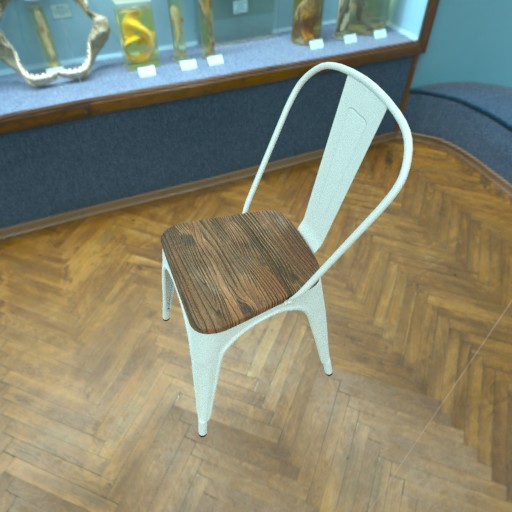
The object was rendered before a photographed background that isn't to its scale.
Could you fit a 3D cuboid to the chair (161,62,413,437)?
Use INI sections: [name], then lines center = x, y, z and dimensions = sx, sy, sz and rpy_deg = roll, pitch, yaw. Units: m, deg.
[chair]
center = 0.000, 0.000, 1.154
dimensions = 0.521, 0.851, 0.452
rpy_deg = -16, 49, -15
